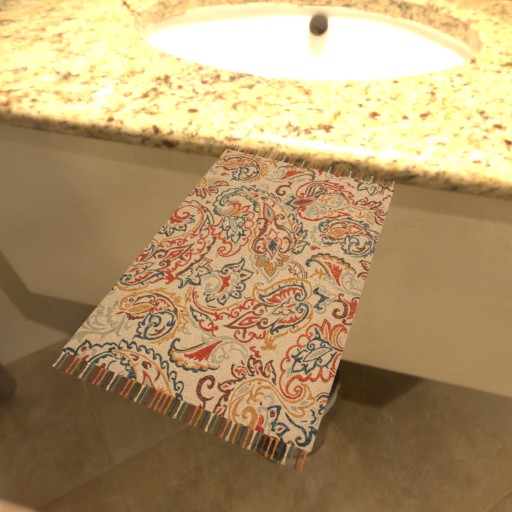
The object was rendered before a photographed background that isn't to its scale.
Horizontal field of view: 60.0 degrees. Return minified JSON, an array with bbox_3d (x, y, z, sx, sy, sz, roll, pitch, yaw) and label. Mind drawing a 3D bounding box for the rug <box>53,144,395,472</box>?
[{"bbox_3d":[0.000,0.000,2.495,1.218,0.010,1.997,17,49,15],"label":"rug"}]
